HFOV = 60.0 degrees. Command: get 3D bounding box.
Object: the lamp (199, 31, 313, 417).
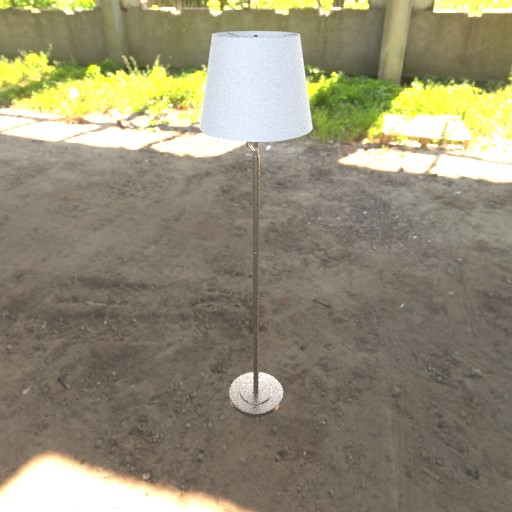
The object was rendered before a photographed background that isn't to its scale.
[{"bbox_3d":[0.000,0.000,1.642,0.355,1.473,0.355,0,30,0],"label":"lamp"}]
